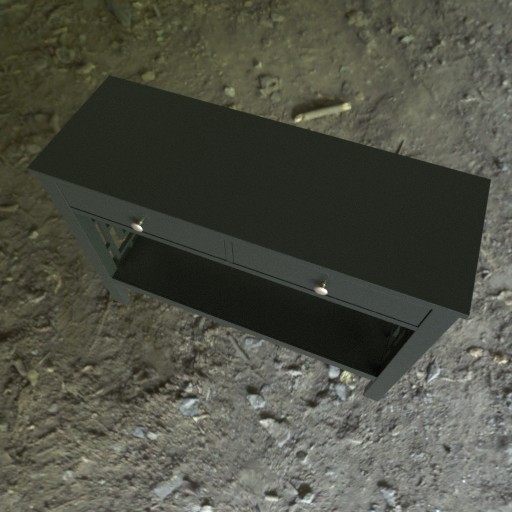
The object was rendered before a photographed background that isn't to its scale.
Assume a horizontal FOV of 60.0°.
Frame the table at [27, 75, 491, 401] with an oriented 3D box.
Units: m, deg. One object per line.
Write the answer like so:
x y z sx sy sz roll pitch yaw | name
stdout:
0.000 0.000 1.400 1.068 0.753 0.397 19 60 11 | table
